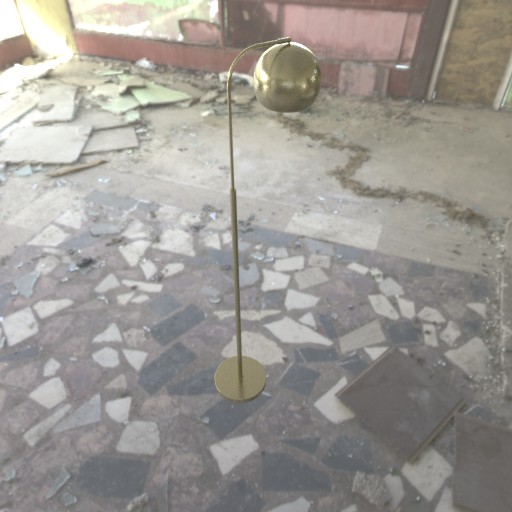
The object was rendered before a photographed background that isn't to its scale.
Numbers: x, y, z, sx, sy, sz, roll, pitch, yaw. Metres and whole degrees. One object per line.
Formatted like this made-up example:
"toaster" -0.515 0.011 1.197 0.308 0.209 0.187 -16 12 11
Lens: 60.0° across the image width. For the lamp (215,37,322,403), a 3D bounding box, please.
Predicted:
"lamp" 0.000 0.000 1.703 0.431 1.526 0.250 -23 46 -25
